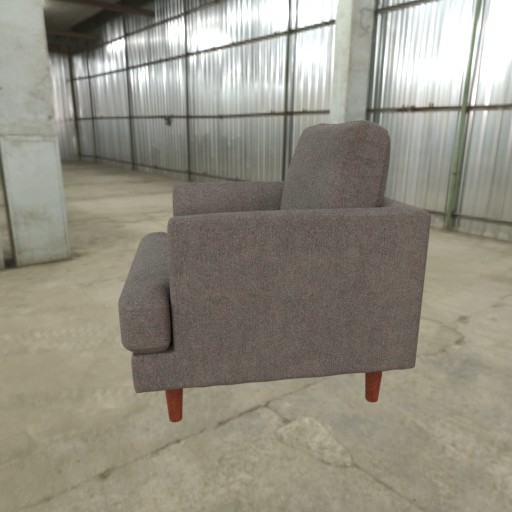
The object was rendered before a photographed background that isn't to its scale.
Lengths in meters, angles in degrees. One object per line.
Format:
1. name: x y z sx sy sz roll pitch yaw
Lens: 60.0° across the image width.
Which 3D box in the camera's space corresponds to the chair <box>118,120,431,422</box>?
1. chair: 0.000 0.000 1.644 0.899 0.957 0.858 -3 16 -9
